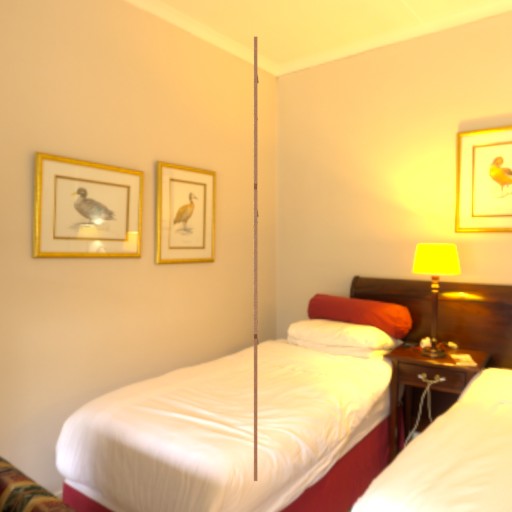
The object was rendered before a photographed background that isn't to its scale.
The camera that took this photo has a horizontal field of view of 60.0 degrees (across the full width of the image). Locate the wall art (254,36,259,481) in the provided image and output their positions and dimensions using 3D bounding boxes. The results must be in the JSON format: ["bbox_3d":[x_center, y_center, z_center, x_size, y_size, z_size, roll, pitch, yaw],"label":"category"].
[{"bbox_3d":[0.000,0.000,2.292,0.019,1.532,1.533,0,1,0],"label":"wall art"}]
